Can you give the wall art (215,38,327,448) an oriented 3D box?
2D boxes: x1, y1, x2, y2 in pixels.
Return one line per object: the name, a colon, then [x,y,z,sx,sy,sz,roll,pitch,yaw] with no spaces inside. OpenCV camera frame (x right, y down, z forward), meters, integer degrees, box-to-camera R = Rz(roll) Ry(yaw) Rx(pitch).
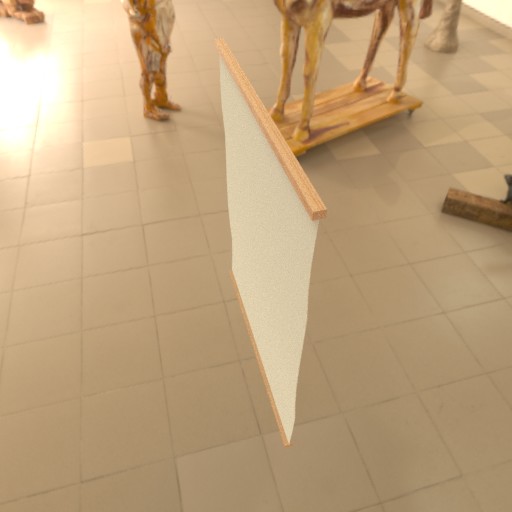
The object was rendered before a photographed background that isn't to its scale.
wall art: [0.000,0.000,0.692,0.013,0.508,0.406,-11,47,-11]
